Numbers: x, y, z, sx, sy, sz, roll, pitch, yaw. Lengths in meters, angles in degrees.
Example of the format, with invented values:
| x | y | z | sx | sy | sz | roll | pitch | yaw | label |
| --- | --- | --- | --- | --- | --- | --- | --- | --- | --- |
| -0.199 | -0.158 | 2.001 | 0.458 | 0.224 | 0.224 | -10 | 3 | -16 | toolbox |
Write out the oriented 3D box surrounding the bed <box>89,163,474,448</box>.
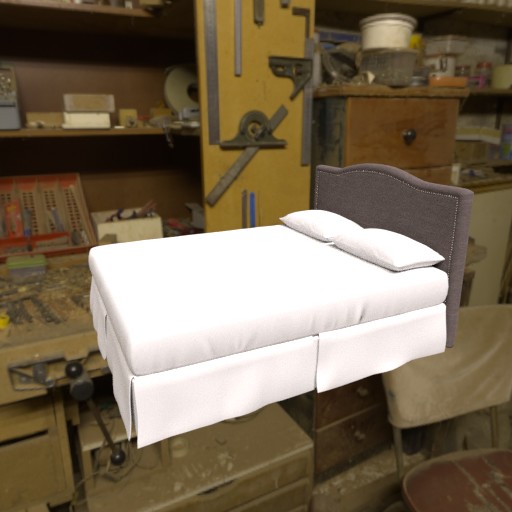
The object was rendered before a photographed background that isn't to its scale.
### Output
| x | y | z | sx | sy | sz | roll | pitch | yaw | label |
| --- | --- | --- | --- | --- | --- | --- | --- | --- | --- |
| 0.000 | 0.000 | 3.853 | 2.689 | 1.457 | 2.161 | -8 | 19 | -25 | bed |
